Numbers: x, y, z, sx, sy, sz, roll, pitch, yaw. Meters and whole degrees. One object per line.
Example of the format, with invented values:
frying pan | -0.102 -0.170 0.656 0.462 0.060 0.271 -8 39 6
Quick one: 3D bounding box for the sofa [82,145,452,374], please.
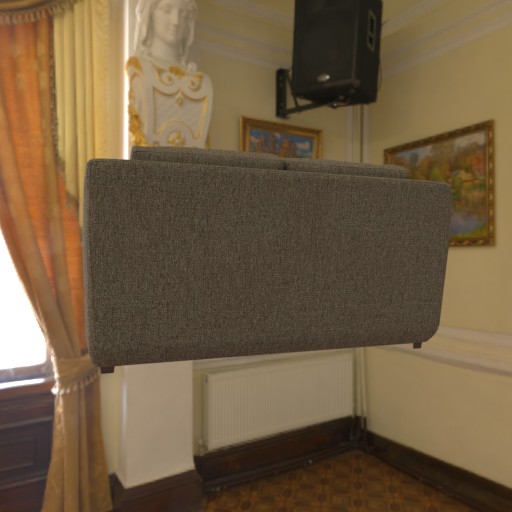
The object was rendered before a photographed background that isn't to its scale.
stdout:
sofa | 0.000 0.000 2.459 1.778 0.991 1.120 0 0 -19
